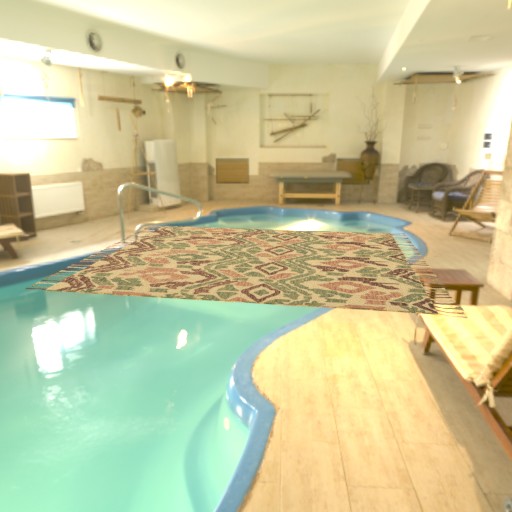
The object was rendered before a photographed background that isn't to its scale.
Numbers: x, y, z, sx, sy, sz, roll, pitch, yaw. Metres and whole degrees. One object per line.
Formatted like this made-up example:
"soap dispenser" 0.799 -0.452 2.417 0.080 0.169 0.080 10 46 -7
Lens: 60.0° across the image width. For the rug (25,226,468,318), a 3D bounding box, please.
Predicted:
"rug" 0.000 0.000 4.097 3.048 0.010 2.438 2 15 9
